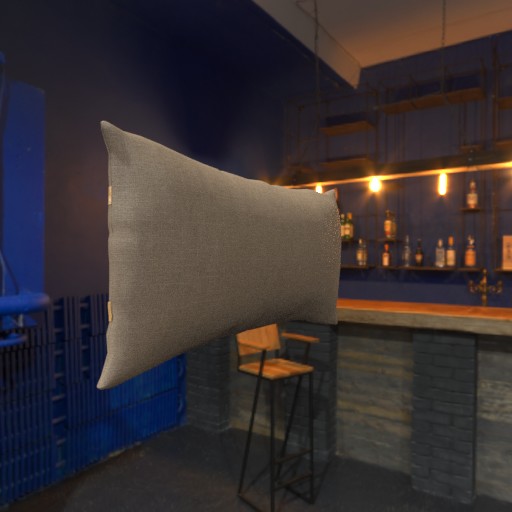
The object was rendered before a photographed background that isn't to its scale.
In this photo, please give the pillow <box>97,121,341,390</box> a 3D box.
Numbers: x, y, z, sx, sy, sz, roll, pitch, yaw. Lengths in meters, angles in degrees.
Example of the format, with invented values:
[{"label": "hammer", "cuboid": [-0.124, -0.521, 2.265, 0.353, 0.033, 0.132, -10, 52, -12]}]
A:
[{"label": "pillow", "cuboid": [0.000, 0.000, 0.750, 0.148, 0.308, 0.612, 0, 0, 36]}]
